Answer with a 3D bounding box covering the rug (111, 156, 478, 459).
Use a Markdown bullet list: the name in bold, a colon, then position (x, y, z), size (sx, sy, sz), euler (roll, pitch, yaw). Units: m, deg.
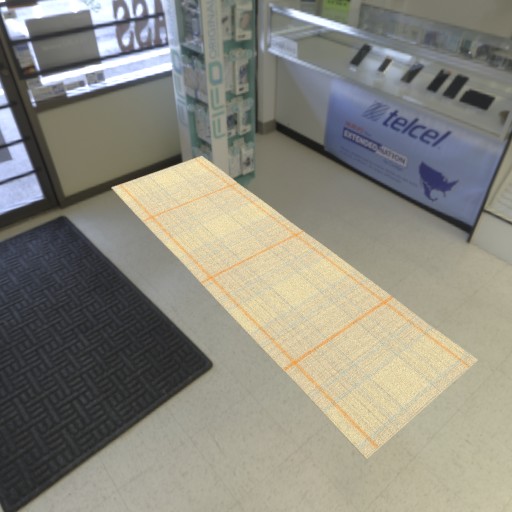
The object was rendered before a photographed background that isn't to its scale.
- **rug**: position (0.000, 0.000, 2.639), size (0.770, 0.016, 2.442), euler (-27, 48, -27)
